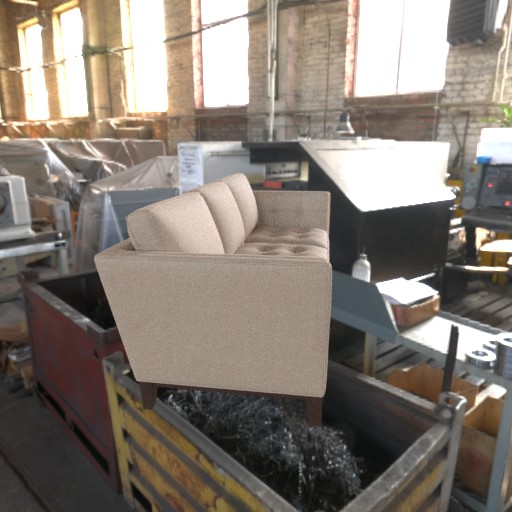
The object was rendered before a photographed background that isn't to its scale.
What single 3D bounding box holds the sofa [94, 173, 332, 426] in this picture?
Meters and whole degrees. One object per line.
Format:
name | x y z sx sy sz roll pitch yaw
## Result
sofa | 0.000 0.000 2.940 0.965 0.940 2.388 2 15 9
